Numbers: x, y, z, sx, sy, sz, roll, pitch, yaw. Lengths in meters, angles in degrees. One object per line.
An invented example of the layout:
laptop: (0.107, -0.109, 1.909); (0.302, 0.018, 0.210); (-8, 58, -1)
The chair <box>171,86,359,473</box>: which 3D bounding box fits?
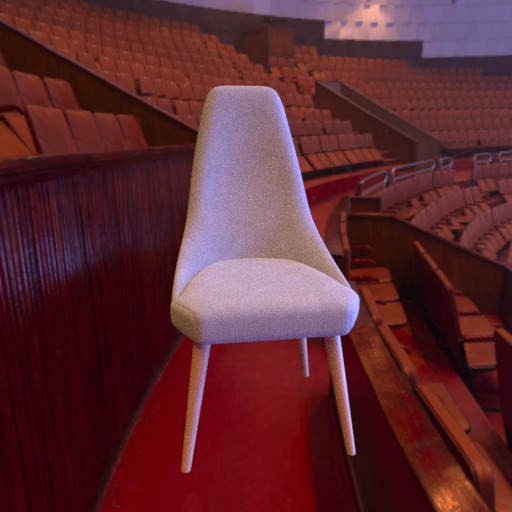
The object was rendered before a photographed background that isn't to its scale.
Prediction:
chair: (0.000, 0.000, 1.367); (0.510, 1.040, 0.660); (-2, 16, -8)
